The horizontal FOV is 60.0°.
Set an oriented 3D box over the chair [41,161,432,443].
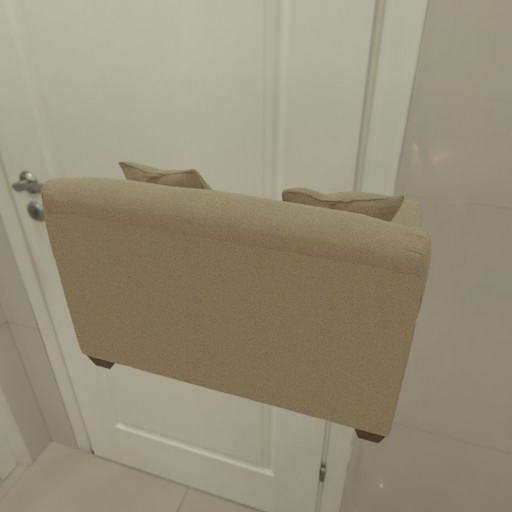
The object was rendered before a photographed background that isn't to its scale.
[{"bbox_3d":[0.000,0.000,2.024,1.383,0.948,1.000,10,33,16],"label":"chair"}]
